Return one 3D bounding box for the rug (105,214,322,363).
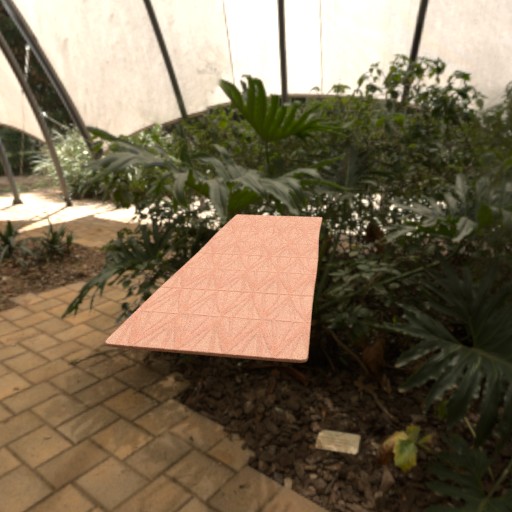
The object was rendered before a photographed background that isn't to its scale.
[{"bbox_3d":[0.000,0.000,2.727,0.760,0.015,2.435,3,17,9],"label":"rug"}]
